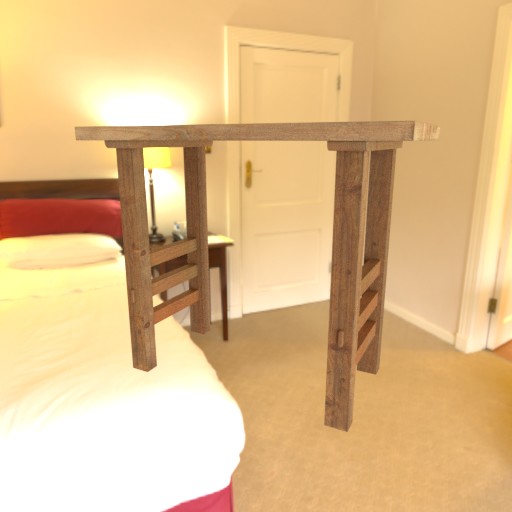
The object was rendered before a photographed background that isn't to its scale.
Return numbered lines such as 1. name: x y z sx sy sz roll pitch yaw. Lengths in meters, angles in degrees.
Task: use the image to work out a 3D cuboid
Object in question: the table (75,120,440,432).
1. table: 0.000 0.000 1.630 1.119 0.914 0.556 8 17 26
